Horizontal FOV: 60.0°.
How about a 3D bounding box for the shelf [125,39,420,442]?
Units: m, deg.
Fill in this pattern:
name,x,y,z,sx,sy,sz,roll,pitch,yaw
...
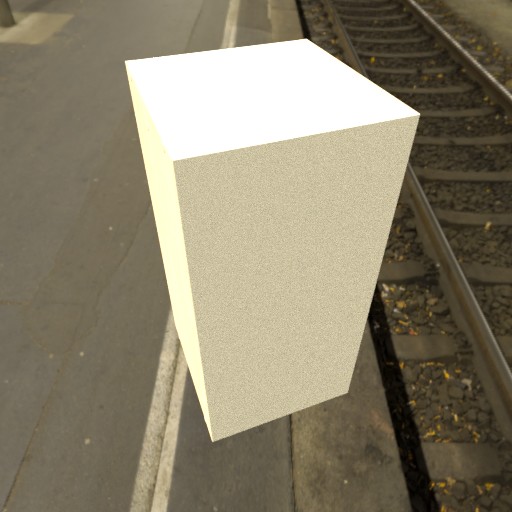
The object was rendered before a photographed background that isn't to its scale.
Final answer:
name,x,y,z,sx,sy,sz,roll,pitch,yaw
shelf,0.000,0.000,0.768,0.290,0.594,0.297,-14,44,-15
